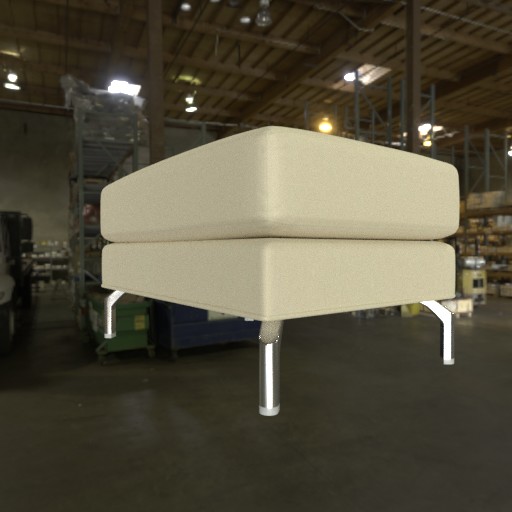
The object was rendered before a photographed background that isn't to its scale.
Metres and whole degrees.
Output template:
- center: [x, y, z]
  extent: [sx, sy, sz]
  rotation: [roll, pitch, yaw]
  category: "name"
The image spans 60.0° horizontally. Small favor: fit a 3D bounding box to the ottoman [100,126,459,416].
- center: [0.000, 0.000, 1.186]
  extent: [0.581, 0.497, 0.835]
  rotation: [-1, 1, -37]
  category: "ottoman"
